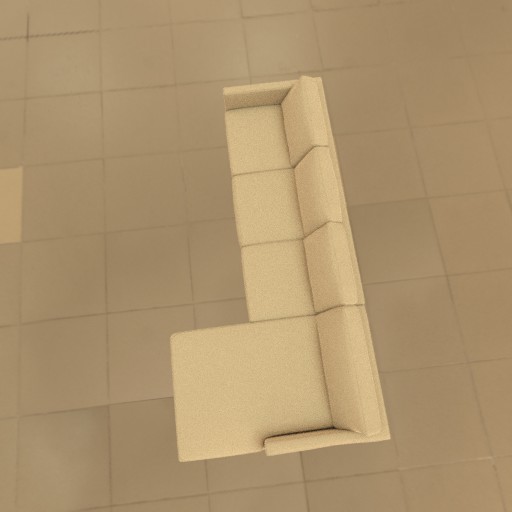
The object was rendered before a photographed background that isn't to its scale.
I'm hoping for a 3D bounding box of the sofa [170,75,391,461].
[{"bbox_3d":[0.000,0.000,3.896,1.625,0.861,3.186,-7,74,-2],"label":"sofa"}]
